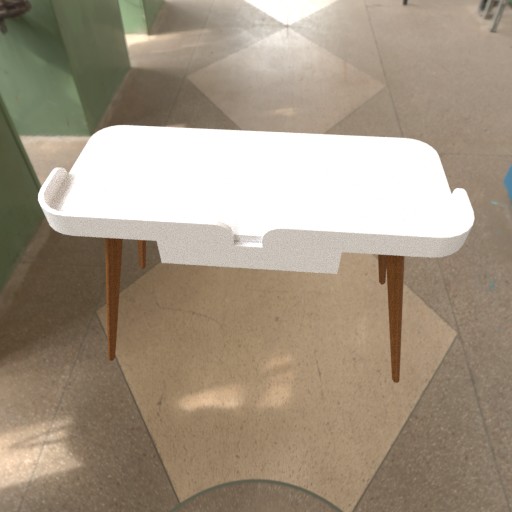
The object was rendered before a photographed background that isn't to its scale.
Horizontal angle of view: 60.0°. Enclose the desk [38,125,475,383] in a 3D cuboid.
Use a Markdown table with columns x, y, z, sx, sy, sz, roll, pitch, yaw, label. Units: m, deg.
| x | y | z | sx | sy | sz | roll | pitch | yaw | label |
| --- | --- | --- | --- | --- | --- | --- | --- | --- | --- |
| 0.000 | 0.000 | 1.633 | 1.206 | 0.807 | 0.534 | 4 | 48 | 3 | desk |
